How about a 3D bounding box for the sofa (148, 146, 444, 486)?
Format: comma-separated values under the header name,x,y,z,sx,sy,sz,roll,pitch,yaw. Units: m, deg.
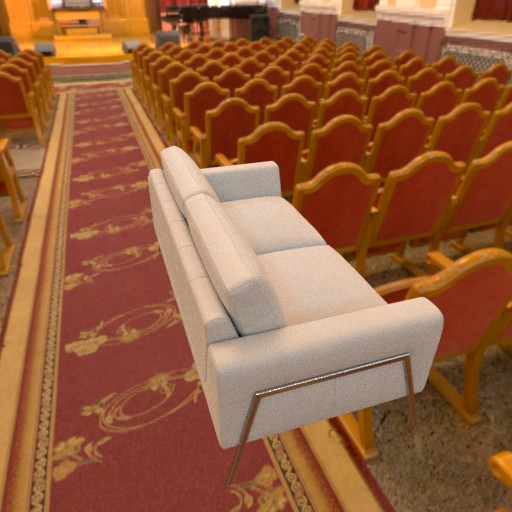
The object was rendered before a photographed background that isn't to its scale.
name,x,y,z,sx,sy,sz,roll,pitch,yaw
sofa,0.000,0.000,2.538,0.953,0.875,2.017,-10,32,-16
